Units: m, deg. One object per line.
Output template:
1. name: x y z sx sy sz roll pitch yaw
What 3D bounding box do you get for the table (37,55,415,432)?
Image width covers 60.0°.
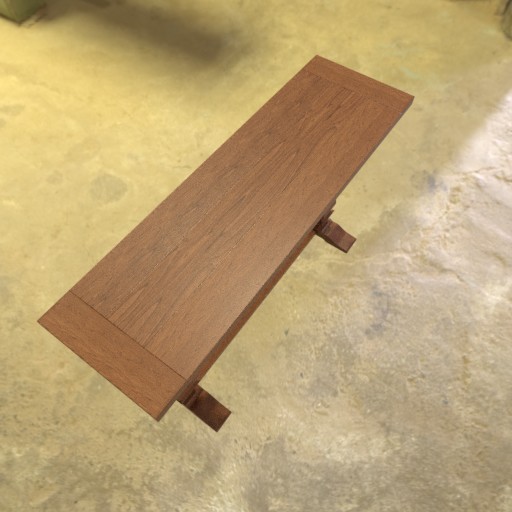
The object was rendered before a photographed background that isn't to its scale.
1. table: 0.000 0.000 1.842 0.461 0.852 1.478 32 64 18
